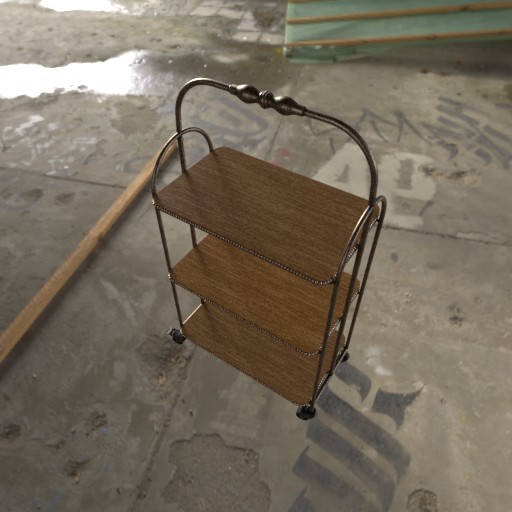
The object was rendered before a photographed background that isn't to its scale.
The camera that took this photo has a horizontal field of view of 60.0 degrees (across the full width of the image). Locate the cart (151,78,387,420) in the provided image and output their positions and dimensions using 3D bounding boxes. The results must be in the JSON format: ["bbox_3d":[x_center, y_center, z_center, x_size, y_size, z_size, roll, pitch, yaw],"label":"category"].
[{"bbox_3d":[0.000,0.000,1.338,0.650,1.052,0.330,26,51,22],"label":"cart"}]
